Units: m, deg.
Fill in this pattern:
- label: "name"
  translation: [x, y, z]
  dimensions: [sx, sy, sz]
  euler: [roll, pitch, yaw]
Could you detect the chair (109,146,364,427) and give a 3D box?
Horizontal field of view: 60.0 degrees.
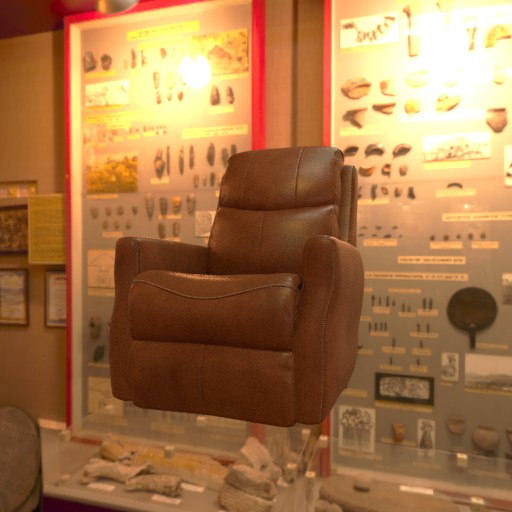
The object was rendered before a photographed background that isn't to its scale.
- label: "chair"
  translation: [0.000, 0.000, 1.788]
  dimensions: [0.821, 1.016, 1.072]
  euler: [1, 2, 18]
